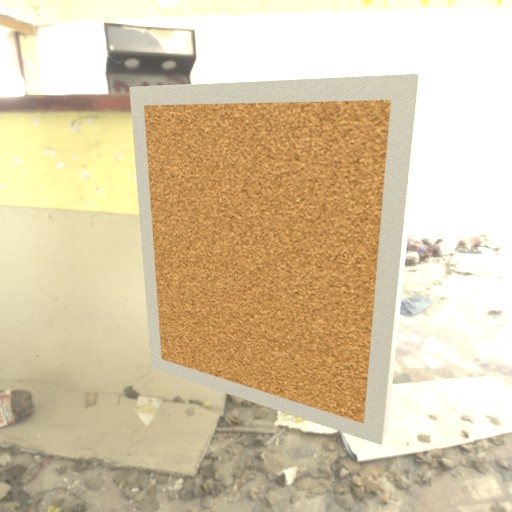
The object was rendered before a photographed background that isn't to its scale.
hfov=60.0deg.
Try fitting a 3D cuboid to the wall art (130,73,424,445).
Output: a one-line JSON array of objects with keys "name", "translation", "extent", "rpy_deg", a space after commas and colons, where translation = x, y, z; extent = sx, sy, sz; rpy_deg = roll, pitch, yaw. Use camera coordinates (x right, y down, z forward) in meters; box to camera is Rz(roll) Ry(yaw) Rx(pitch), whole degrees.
[{"name": "wall art", "translation": [0.000, 0.000, 0.520], "extent": [0.331, 0.381, 0.028], "rpy_deg": [9, 19, 27]}]
